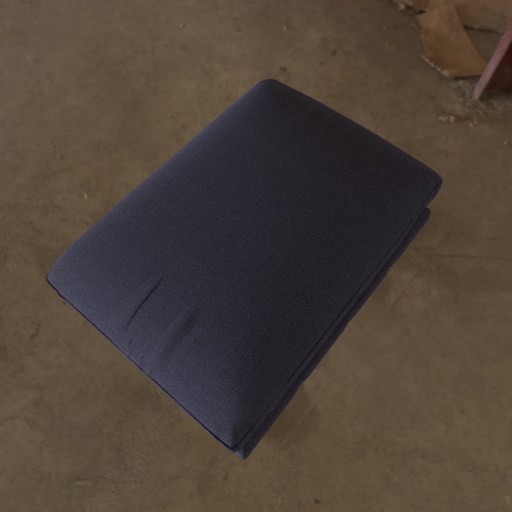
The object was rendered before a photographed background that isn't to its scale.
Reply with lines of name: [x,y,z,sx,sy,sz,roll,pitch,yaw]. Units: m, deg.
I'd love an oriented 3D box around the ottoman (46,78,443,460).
ottoman: [0.000,0.000,1.109,0.558,0.486,0.767,36,69,17]
